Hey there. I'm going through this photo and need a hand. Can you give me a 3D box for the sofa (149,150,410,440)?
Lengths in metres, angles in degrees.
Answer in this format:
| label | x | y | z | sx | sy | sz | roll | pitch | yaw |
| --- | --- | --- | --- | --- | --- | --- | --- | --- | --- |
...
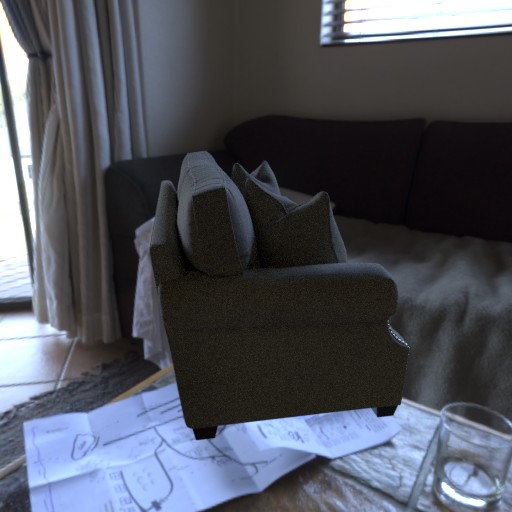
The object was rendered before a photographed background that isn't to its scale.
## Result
| label | x | y | z | sx | sy | sz | roll | pitch | yaw |
| --- | --- | --- | --- | --- | --- | --- | --- | --- | --- |
| sofa | 0.000 | 0.000 | 2.300 | 0.966 | 0.966 | 1.701 | -3 | 18 | -10 |
